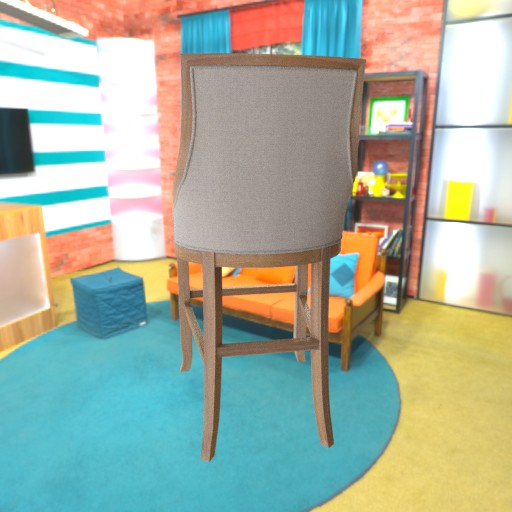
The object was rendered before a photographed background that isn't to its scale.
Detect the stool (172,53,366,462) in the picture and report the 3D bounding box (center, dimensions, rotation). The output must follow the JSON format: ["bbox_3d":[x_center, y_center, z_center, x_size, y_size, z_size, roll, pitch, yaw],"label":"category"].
[{"bbox_3d":[0.000,0.000,1.424,0.524,1.101,0.626,-2,15,-9],"label":"stool"}]
